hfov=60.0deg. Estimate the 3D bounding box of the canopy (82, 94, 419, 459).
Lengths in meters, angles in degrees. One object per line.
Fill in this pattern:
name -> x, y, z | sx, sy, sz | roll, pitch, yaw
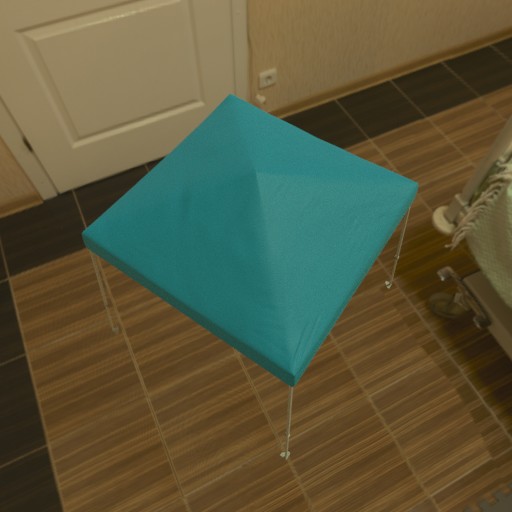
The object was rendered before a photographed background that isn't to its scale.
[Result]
canopy -> 0.000, 0.000, 6.395 | 3.599, 3.600, 3.600 | 31, 64, 17
